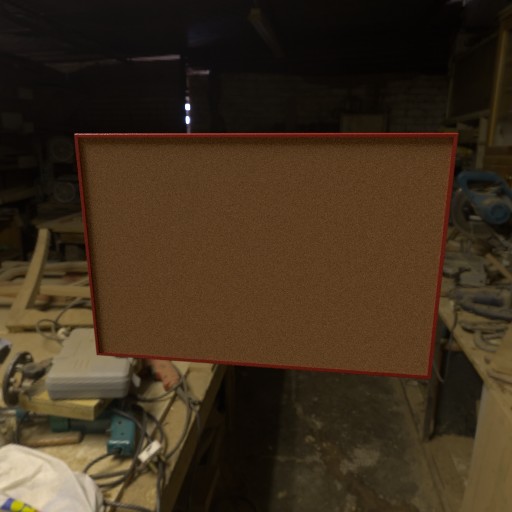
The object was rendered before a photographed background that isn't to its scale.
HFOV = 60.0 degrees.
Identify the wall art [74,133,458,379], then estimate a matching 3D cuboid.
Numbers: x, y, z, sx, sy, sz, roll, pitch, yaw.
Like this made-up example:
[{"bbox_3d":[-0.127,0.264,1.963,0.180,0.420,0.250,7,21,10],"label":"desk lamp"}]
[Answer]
[{"bbox_3d":[0.000,0.000,0.762,0.607,0.405,0.033,2,15,8],"label":"wall art"}]
